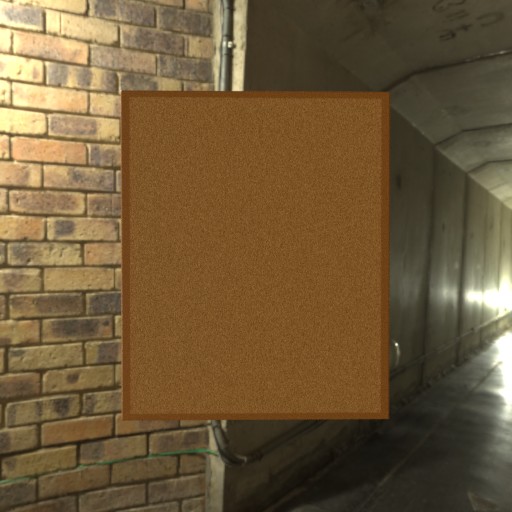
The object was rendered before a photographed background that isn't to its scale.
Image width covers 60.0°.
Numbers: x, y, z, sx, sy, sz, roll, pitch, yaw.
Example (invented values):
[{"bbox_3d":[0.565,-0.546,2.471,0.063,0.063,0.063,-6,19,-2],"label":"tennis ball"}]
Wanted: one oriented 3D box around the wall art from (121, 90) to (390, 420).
[{"bbox_3d":[0.000,0.000,0.517,0.310,0.379,0.015,0,1,-1],"label":"wall art"}]
